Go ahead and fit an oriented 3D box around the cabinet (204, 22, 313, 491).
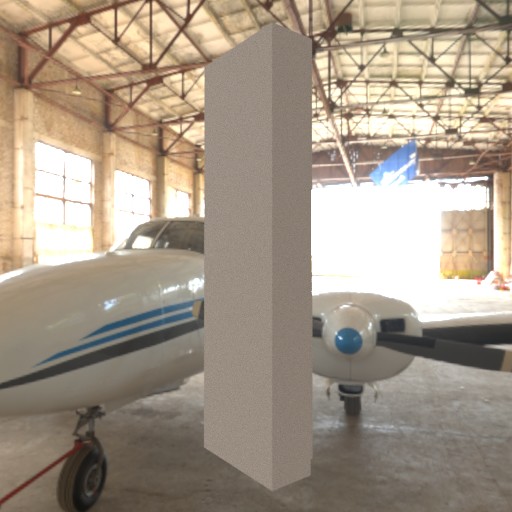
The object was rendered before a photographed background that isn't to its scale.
[{"bbox_3d":[0.000,0.000,1.960,0.230,1.790,0.500,0,-1,-38],"label":"cabinet"}]
